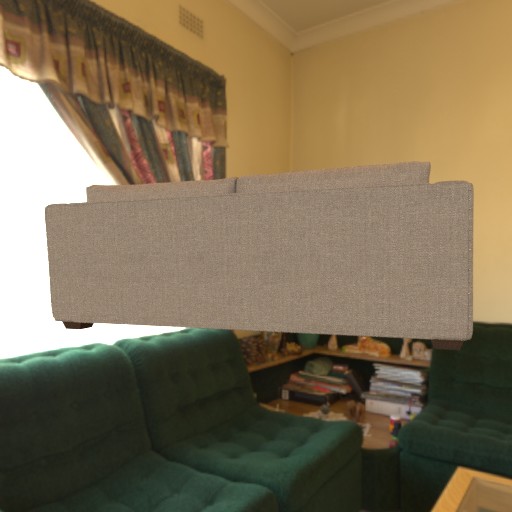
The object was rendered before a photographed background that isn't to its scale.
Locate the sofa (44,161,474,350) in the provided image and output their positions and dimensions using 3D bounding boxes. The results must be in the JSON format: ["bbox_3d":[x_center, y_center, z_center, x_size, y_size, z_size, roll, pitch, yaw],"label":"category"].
[{"bbox_3d":[0.000,0.000,2.621,2.208,0.857,1.000,-1,-2,19],"label":"sofa"}]
